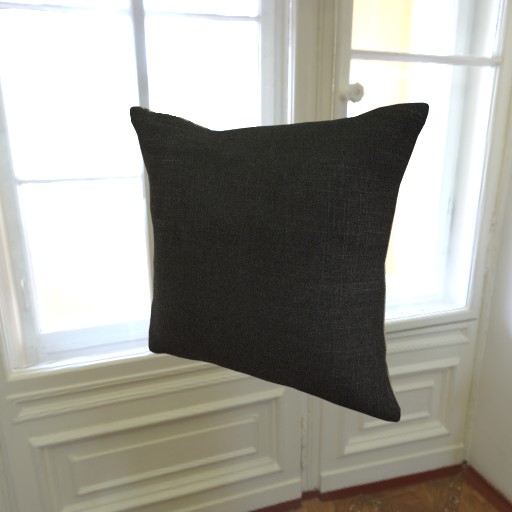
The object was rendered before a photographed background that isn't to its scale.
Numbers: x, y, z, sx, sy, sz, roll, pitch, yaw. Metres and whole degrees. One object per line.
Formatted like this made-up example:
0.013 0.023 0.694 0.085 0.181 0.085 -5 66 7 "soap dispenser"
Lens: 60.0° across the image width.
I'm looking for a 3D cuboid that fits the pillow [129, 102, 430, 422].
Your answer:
0.000 0.000 0.680 0.468 0.444 0.138 9 18 27 "pillow"
